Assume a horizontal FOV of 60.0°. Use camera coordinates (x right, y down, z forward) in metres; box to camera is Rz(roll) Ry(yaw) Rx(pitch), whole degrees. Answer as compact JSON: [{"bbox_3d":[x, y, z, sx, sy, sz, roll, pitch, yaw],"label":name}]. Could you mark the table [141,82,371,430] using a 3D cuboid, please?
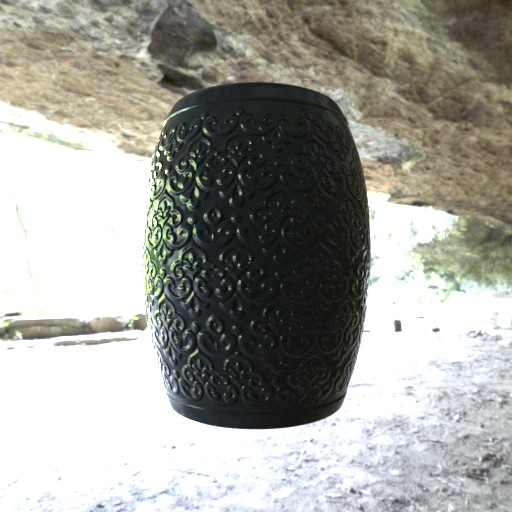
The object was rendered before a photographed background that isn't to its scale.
[{"bbox_3d":[0.000,0.000,0.615,0.309,0.397,0.309,0,-1,0],"label":"table"}]
